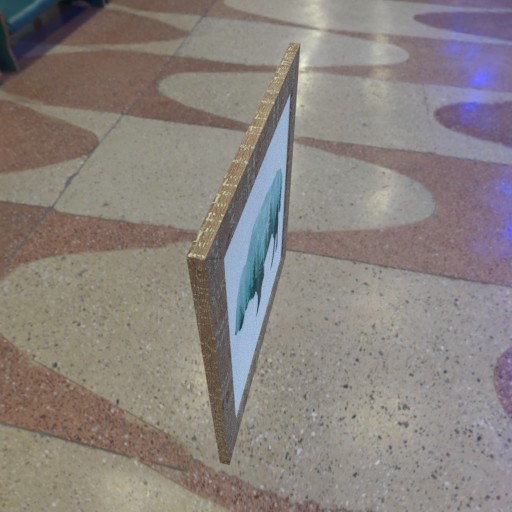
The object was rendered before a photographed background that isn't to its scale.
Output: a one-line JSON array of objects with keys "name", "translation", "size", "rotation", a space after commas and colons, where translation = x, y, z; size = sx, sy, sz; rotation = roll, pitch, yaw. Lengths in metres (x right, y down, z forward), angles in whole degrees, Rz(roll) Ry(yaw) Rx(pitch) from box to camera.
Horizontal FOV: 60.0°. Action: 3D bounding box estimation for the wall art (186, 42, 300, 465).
[{"name": "wall art", "translation": [0.000, 0.000, 0.559], "size": [0.022, 0.380, 0.380], "rotation": [10, 47, 9]}]
